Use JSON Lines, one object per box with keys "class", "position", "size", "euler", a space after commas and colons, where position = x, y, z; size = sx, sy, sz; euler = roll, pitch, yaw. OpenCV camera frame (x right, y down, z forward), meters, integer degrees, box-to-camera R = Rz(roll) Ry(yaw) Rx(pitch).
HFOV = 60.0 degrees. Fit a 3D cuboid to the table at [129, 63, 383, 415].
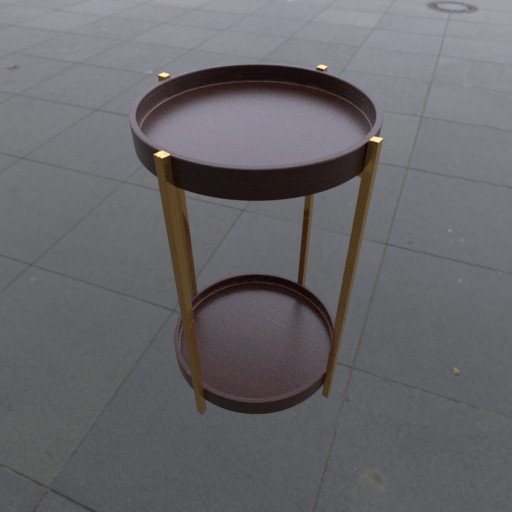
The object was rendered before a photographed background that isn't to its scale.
{"class": "table", "position": [0.000, 0.000, 0.860], "size": [0.400, 0.610, 0.400], "euler": [26, 48, 27]}
